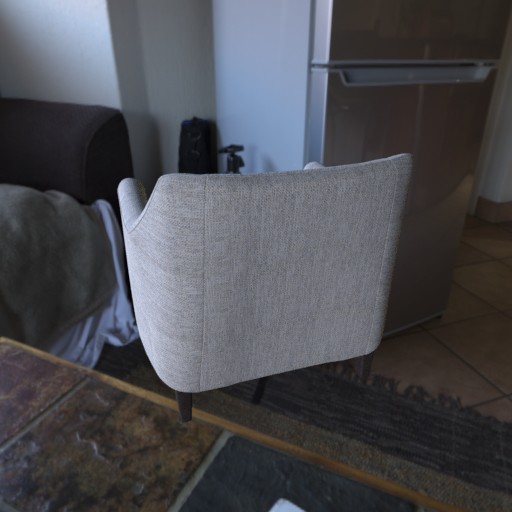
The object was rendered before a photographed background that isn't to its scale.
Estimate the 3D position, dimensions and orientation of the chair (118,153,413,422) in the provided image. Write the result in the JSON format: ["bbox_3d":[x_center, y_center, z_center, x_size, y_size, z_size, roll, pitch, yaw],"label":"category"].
[{"bbox_3d":[0.000,0.000,1.438,0.796,0.761,0.758,-8,28,-16],"label":"chair"}]
